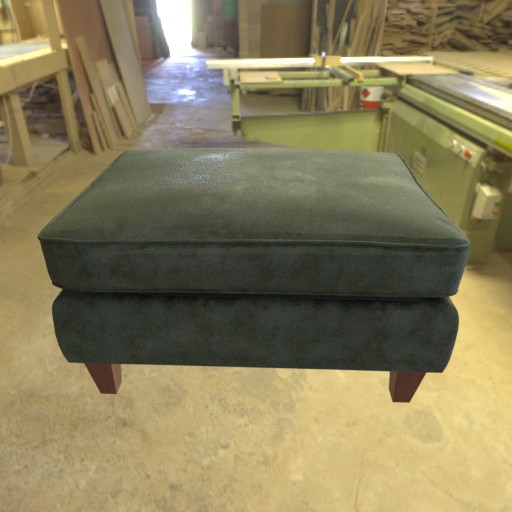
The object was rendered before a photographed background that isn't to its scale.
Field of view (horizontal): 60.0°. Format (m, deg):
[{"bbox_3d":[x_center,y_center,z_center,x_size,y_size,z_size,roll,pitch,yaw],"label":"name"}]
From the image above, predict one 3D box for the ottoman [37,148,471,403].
[{"bbox_3d":[0.000,0.000,1.201,0.864,0.495,0.632,1,30,2],"label":"ottoman"}]
